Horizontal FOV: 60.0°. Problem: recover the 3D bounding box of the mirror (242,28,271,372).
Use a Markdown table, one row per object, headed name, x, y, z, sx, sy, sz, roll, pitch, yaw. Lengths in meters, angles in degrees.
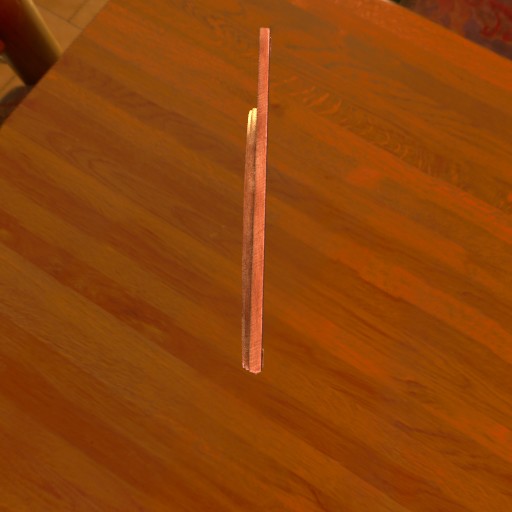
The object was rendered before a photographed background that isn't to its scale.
| name | x | y | z | sx | sy | sz | roll | pitch | yaw |
| --- | --- | --- | --- | --- | --- | --- | --- | --- | --- |
| mirror | 0.000 | 0.000 | 0.975 | 0.058 | 0.787 | 0.495 | 2 | 75 | 0 |
